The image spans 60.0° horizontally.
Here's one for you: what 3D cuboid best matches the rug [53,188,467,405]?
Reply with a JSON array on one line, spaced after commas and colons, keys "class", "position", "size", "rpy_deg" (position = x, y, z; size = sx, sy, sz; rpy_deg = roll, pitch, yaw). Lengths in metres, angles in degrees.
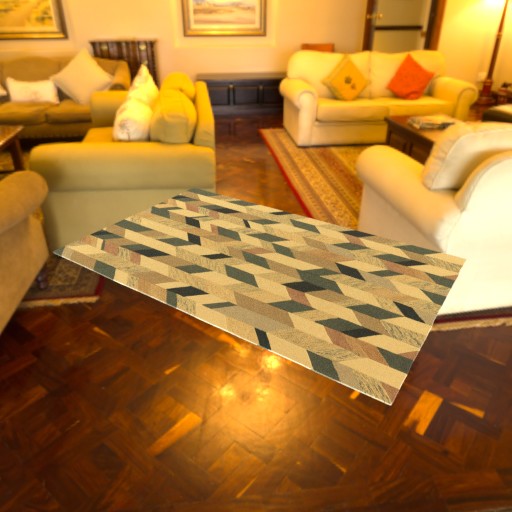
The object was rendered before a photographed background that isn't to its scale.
[{"class": "rug", "position": [0.000, 0.000, 3.039], "size": [2.423, 0.008, 1.513], "rpy_deg": [18, 34, 29]}]
